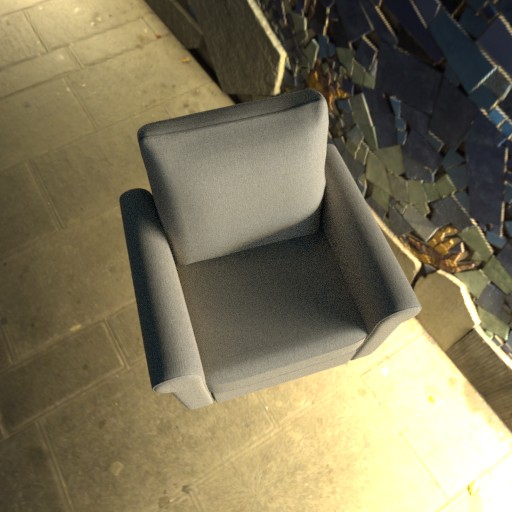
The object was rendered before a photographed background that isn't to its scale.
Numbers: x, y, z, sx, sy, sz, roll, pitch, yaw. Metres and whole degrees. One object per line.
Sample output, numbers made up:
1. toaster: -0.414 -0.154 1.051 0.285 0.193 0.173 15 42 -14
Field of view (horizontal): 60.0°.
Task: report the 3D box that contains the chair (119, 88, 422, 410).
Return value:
1. chair: 0.000 0.000 2.365 1.275 1.349 1.180 -15 63 -8
